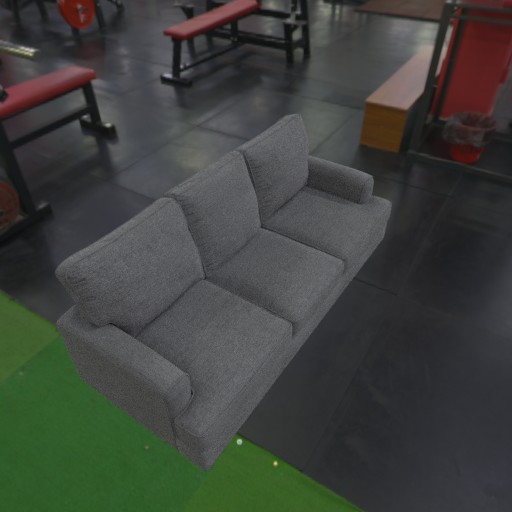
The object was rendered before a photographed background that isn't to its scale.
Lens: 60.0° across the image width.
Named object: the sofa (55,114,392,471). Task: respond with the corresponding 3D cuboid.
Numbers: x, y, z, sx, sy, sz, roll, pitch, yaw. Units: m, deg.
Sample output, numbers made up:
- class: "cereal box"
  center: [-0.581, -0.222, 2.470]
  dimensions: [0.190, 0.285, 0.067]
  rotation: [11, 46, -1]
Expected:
- class: "sofa"
  center: [0.000, 0.000, 2.690]
  dimensions: [0.951, 0.965, 2.158]
  rotation: [24, 47, 25]
